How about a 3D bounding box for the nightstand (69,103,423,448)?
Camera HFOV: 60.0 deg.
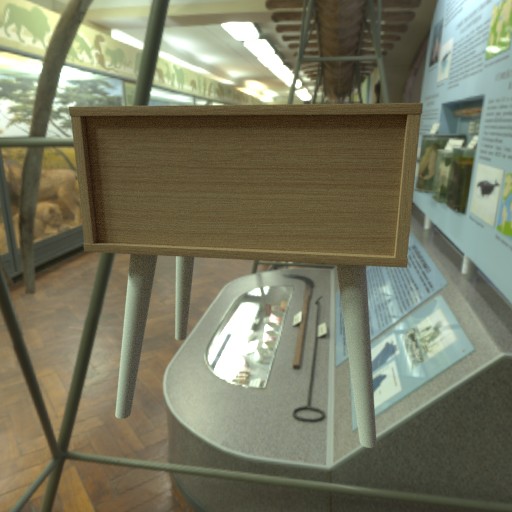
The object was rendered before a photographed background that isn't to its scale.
[{"bbox_3d":[0.000,0.000,0.976,0.571,0.610,0.407,3,16,10],"label":"nightstand"}]
